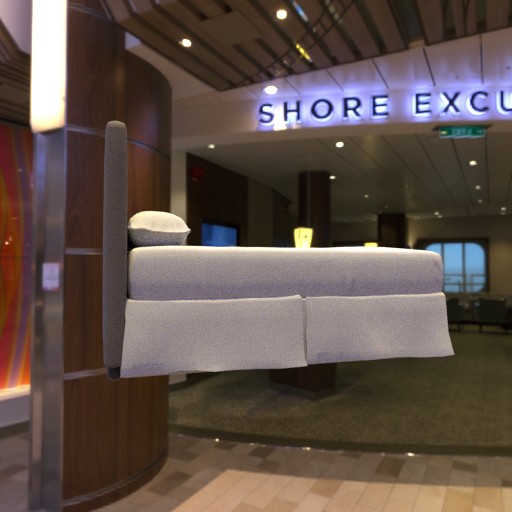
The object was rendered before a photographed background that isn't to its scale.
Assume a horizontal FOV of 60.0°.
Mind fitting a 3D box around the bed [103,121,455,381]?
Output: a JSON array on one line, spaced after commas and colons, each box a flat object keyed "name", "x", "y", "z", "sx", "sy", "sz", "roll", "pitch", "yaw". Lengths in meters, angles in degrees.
[{"name": "bed", "x": 0.000, "y": 0.000, "z": 3.309, "sx": 2.142, "sy": 1.330, "sz": 1.748, "roll": 0, "pitch": -2, "yaw": -18}]
